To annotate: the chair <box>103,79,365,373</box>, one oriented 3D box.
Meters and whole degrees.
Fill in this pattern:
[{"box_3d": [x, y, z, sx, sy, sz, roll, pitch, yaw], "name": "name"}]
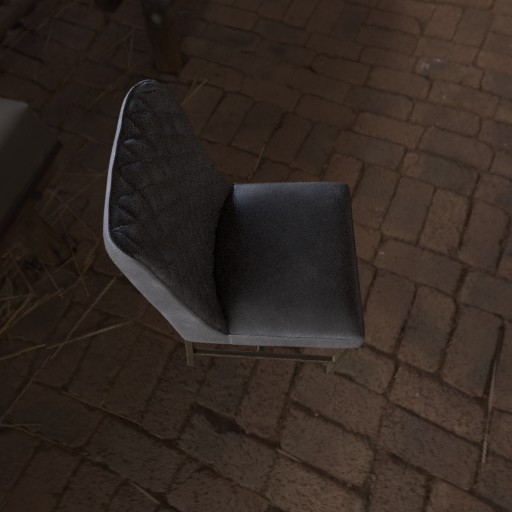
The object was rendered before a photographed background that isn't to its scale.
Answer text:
[{"box_3d": [0.000, 0.000, 1.271, 0.587, 0.889, 0.508, 0, 63, 0], "name": "chair"}]
